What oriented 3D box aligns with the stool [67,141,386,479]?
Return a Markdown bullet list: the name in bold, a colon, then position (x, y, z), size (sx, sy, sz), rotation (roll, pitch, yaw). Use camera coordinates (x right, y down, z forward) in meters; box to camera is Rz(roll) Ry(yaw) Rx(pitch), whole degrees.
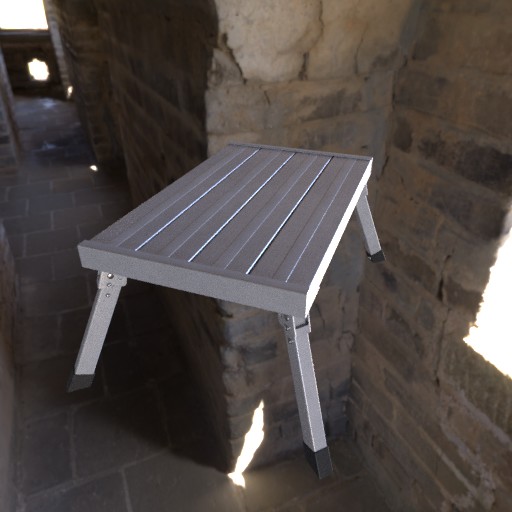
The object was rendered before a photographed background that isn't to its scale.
- **stool**: position (0.000, 0.000, 0.722), size (0.385, 0.225, 0.535), rotation (11, 33, 18)
